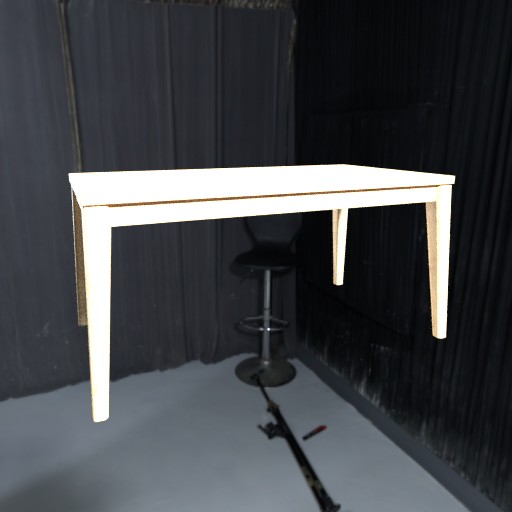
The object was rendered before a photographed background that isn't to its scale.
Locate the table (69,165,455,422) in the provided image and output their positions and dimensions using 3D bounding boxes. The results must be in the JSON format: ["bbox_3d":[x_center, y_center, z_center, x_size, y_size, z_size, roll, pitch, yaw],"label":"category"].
[{"bbox_3d":[0.000,0.000,2.103,1.600,0.760,0.900,-7,17,-23],"label":"table"}]
